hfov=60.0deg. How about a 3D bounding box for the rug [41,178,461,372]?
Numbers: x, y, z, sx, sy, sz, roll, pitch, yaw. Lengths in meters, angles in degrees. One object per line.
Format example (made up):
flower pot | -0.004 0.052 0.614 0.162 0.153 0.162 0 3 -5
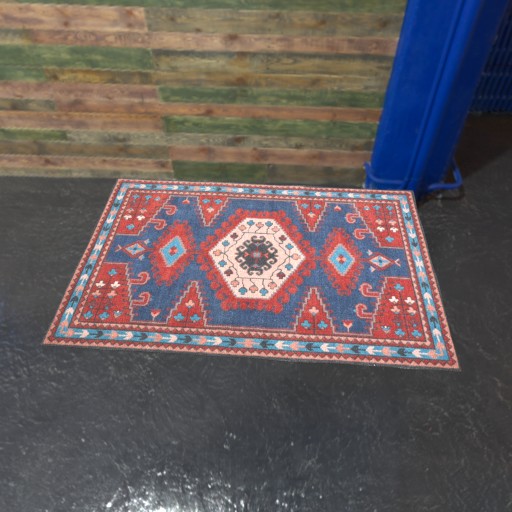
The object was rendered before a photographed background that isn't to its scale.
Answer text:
rug | 0.000 0.000 2.310 1.820 0.012 1.207 3 47 3
